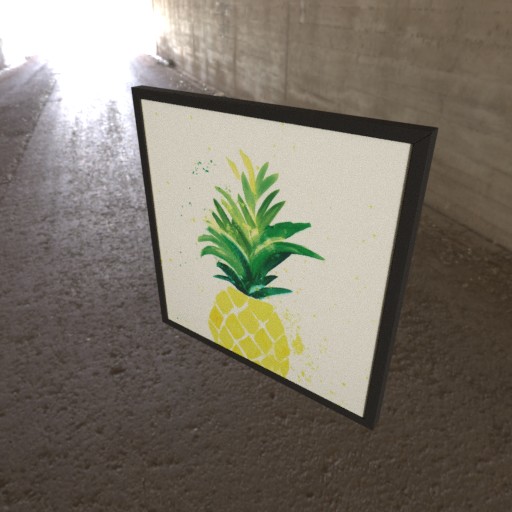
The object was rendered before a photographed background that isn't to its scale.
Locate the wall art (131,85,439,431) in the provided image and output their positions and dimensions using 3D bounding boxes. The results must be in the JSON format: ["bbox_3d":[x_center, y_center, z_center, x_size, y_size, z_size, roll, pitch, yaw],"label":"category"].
[{"bbox_3d":[0.000,0.000,1.147,0.762,0.760,0.037,20,35,30],"label":"wall art"}]
